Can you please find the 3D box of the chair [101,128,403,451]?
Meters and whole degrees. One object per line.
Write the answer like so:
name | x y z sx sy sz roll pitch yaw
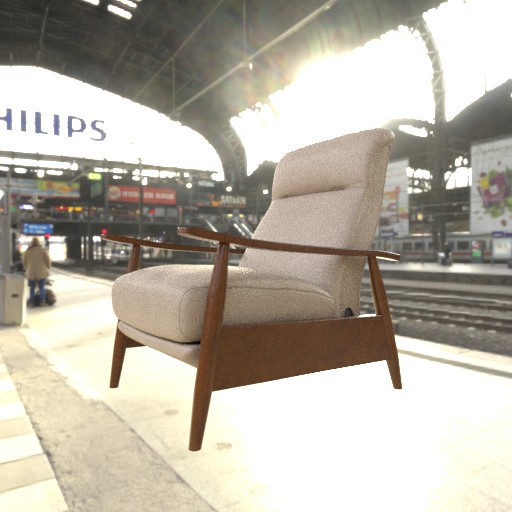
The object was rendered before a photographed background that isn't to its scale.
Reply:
chair | 0.000 0.000 1.815 1.030 1.082 0.762 -1 1 -36
